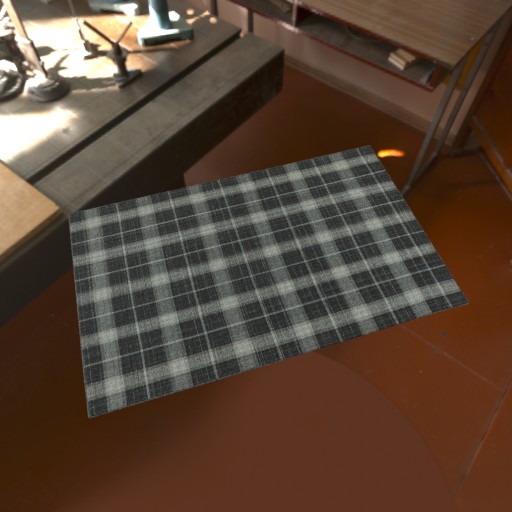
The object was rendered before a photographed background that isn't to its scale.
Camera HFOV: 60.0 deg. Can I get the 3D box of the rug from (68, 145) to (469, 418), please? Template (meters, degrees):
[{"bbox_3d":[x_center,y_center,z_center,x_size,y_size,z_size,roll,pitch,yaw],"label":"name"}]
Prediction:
[{"bbox_3d":[0.000,0.000,3.067,2.434,0.015,1.520,-14,59,-9],"label":"rug"}]
